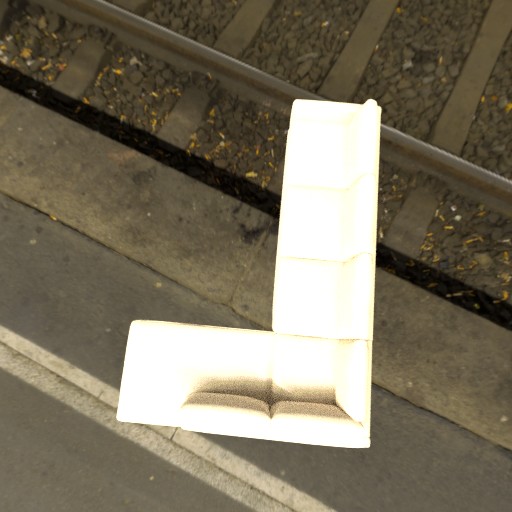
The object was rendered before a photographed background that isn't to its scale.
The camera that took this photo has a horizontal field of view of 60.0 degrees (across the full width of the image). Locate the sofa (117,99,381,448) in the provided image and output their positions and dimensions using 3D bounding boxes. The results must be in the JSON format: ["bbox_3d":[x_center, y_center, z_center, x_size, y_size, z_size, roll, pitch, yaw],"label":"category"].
[{"bbox_3d":[0.000,0.000,3.877,2.007,0.815,2.949,5,77,1],"label":"sofa"}]
